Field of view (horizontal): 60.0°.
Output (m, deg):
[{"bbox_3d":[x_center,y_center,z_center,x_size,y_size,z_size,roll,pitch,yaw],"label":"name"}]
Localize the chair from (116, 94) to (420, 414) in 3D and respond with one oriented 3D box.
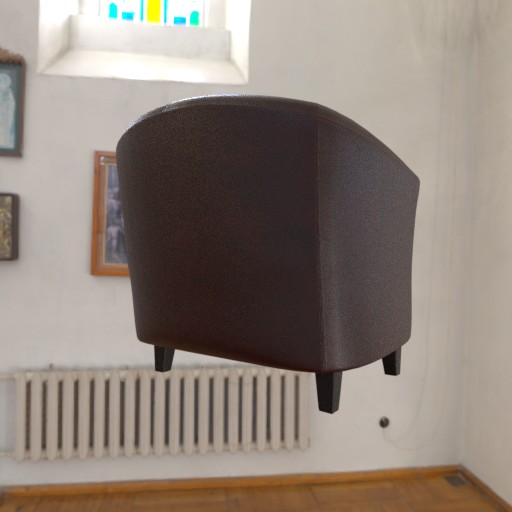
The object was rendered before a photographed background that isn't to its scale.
[{"bbox_3d":[0.000,0.000,1.355,0.792,0.756,0.727,0,0,38],"label":"chair"}]
